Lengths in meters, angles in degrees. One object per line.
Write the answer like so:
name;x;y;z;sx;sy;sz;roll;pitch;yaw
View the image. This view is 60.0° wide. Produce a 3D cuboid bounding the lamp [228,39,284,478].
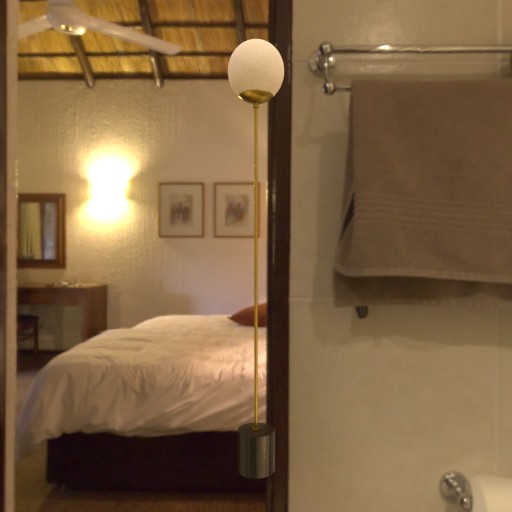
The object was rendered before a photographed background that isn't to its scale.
lamp;0.000;0.000;1.812;0.229;1.748;0.229;0;0;-35
